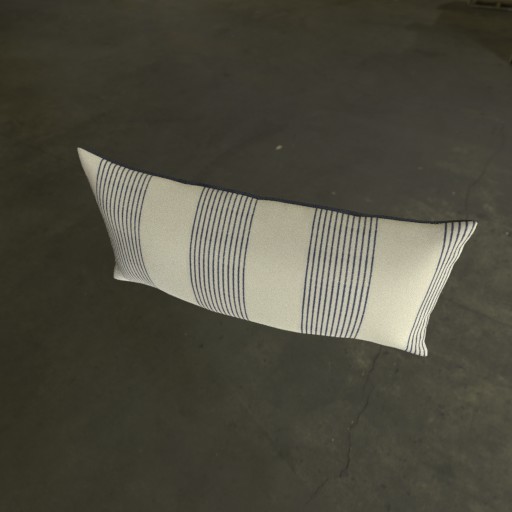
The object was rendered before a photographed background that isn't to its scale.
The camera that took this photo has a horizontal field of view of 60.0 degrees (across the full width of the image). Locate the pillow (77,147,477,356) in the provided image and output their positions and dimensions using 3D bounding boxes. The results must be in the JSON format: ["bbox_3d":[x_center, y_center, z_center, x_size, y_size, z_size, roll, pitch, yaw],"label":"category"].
[{"bbox_3d":[0.000,0.000,0.731,0.610,0.287,0.151,13,43,14],"label":"pillow"}]
